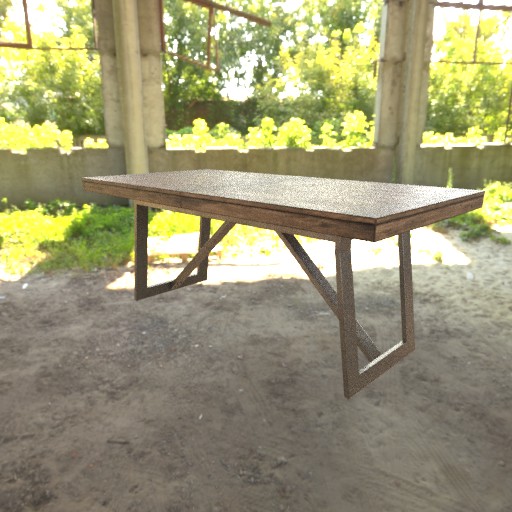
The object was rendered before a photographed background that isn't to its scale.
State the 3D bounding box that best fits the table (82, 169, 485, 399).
[{"bbox_3d":[0.000,0.000,2.327,1.867,0.757,0.931,14,21,42],"label":"table"}]
